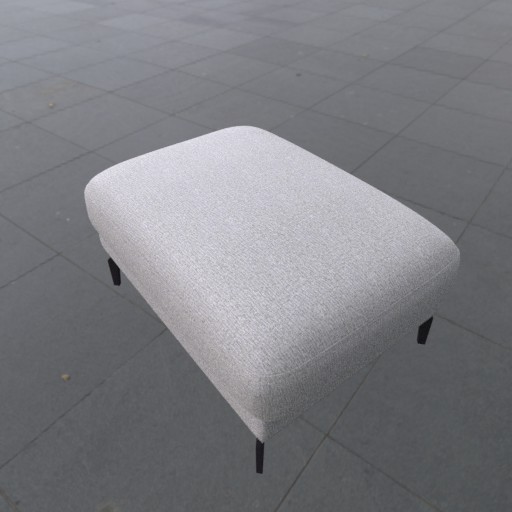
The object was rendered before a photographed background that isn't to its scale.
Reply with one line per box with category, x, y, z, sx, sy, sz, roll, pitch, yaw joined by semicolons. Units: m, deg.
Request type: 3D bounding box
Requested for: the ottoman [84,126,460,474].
ottoman;0.000;0.000;1.093;0.568;0.420;0.772;-27;47;-28
